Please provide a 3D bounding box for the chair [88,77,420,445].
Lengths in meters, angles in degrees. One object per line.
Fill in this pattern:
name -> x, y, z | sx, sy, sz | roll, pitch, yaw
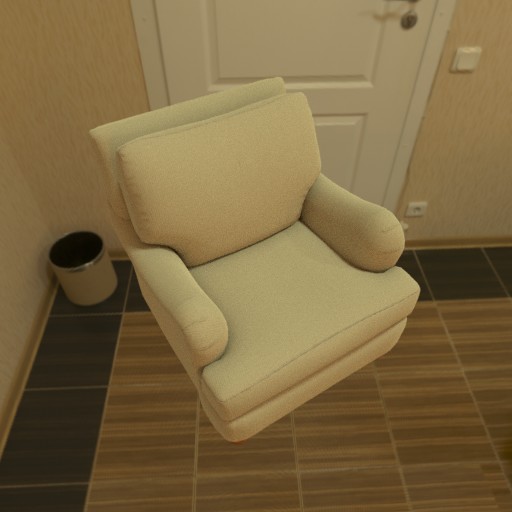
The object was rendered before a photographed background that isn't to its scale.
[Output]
chair -> 0.000, 0.000, 1.868 | 0.955, 1.038, 1.070 | -24, 51, -21
